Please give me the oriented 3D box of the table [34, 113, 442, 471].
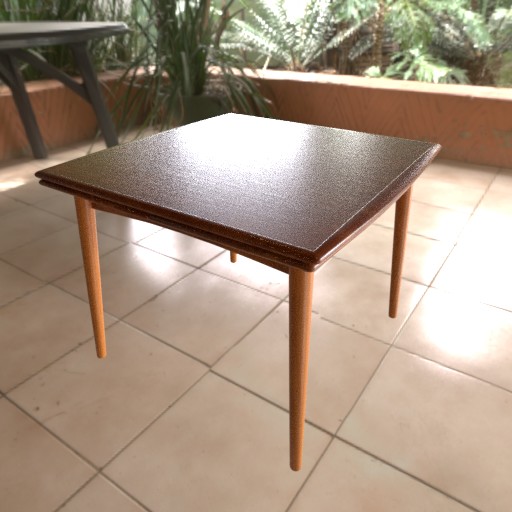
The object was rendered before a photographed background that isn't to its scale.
[{"bbox_3d":[0.000,0.000,1.640,0.991,0.754,0.991,18,34,29],"label":"table"}]
